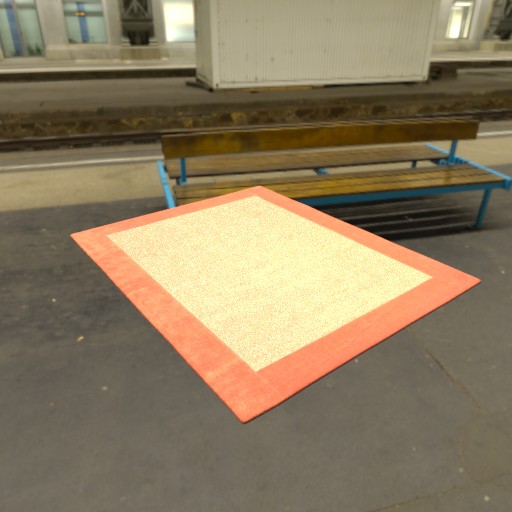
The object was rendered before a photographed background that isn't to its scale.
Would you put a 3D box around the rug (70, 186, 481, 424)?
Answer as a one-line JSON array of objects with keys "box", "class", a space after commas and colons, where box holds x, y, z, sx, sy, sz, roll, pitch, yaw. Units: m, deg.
[{"box": [0.000, 0.000, 4.046, 2.430, 0.018, 2.976, -20, 34, -32], "class": "rug"}]
